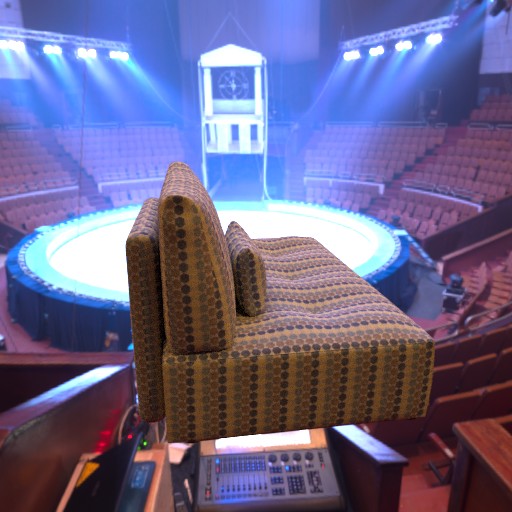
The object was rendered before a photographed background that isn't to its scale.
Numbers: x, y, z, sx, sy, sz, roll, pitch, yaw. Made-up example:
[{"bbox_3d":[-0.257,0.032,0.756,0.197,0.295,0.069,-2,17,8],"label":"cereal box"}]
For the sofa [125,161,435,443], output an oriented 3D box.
[{"bbox_3d":[0.000,0.000,2.021,1.000,0.820,1.450,-3,17,-9],"label":"sofa"}]
